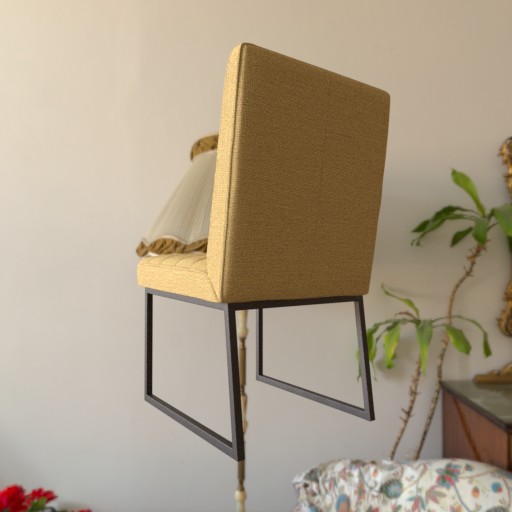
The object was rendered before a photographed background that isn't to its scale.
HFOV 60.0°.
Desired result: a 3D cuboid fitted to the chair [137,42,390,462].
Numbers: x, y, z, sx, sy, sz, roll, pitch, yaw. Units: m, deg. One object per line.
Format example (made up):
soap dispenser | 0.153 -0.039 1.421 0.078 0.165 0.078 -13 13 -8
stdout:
chair | 0.000 0.000 1.335 0.520 0.930 0.634 1 -2 -35
